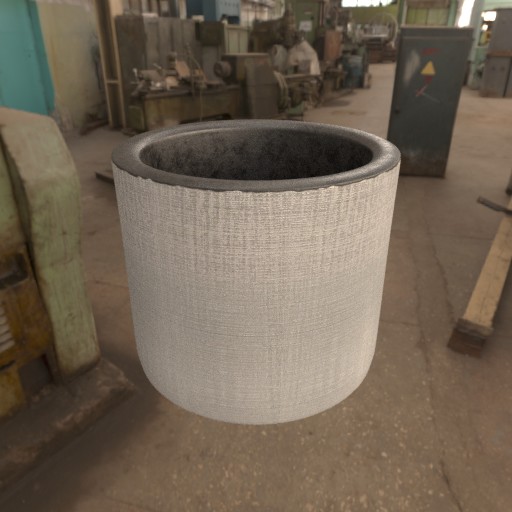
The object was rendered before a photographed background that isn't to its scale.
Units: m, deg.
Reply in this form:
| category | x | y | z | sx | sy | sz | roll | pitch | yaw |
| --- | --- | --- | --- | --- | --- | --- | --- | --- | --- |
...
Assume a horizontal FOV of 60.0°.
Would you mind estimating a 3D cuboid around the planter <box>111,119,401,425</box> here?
| category | x | y | z | sx | sy | sz | roll | pitch | yaw |
| --- | --- | --- | --- | --- | --- | --- | --- | --- | --- |
| planter | 0.000 | 0.000 | 0.220 | 0.125 | 0.112 | 0.125 | 0 | 27 | 0 |
